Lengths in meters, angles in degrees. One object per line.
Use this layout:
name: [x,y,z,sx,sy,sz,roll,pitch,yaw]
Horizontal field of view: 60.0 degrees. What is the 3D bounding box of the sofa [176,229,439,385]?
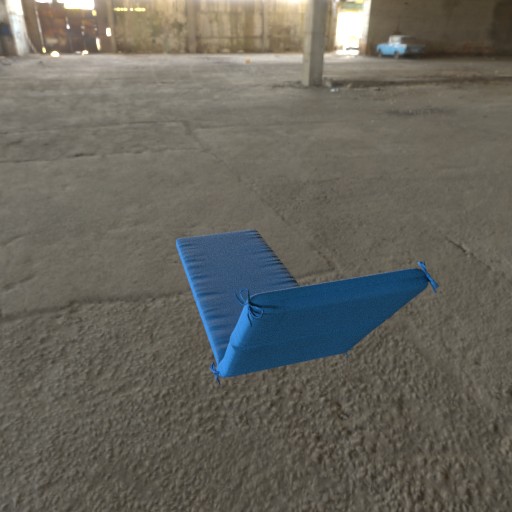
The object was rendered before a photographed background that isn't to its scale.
sofa: [0.000,0.000,1.960,0.582,0.622,1.663,-8,28,-15]
